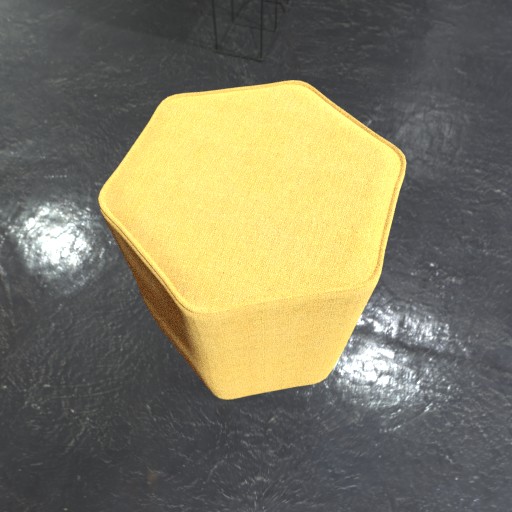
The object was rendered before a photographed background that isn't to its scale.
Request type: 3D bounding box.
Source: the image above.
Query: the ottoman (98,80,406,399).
[{"bbox_3d":[0.000,0.000,0.896,0.443,0.502,0.494,17,60,10],"label":"ottoman"}]
